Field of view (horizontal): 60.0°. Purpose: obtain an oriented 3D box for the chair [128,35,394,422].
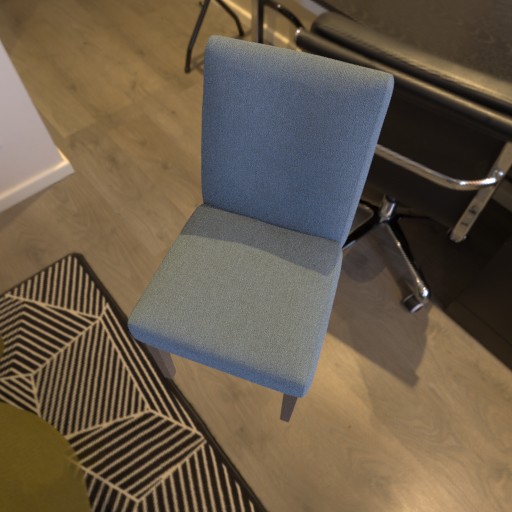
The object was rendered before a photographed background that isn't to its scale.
[{"bbox_3d":[0.000,0.000,1.225,0.487,0.882,0.629,17,60,10],"label":"chair"}]
